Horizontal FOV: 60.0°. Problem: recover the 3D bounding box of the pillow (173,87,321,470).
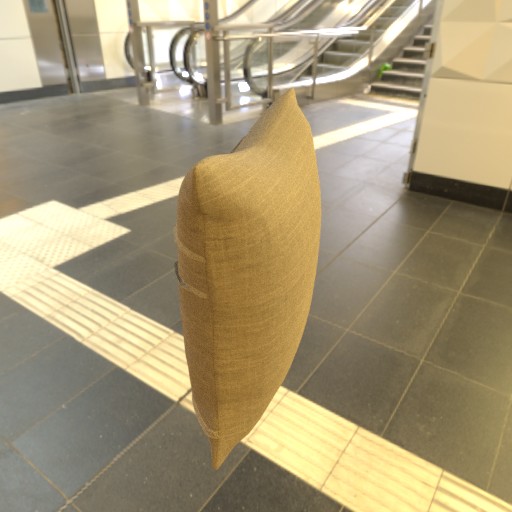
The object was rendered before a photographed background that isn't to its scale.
[{"bbox_3d":[0.000,0.000,0.639,0.169,0.400,0.424,8,31,14],"label":"pillow"}]
